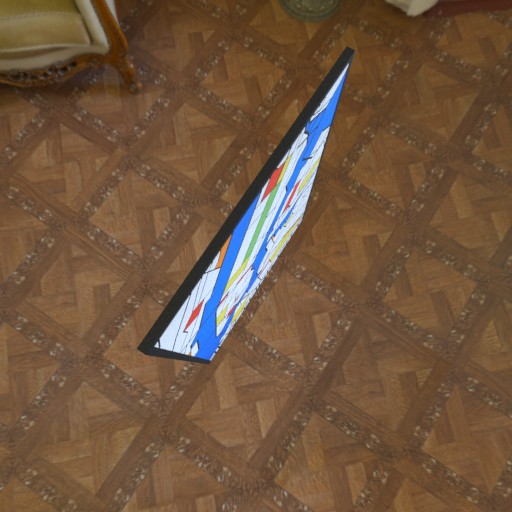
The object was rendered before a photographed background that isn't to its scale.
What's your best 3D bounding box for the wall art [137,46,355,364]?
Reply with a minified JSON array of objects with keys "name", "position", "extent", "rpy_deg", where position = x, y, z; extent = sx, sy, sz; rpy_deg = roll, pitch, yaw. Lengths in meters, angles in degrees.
[{"name":"wall art","position":[0.000,0.000,0.848],"extent":[0.013,0.660,0.460],"rpy_deg":[32,78,8]}]
